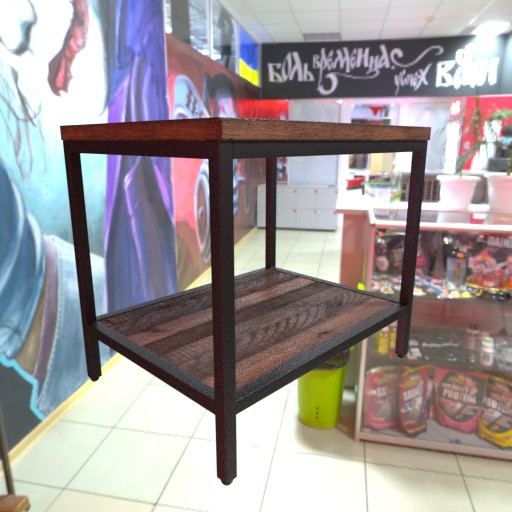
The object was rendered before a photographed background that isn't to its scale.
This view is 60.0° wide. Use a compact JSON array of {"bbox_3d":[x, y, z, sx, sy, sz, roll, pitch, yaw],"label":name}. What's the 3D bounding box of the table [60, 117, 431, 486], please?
[{"bbox_3d":[0.000,0.000,1.090,0.524,0.612,0.678,14,20,42],"label":"table"}]
